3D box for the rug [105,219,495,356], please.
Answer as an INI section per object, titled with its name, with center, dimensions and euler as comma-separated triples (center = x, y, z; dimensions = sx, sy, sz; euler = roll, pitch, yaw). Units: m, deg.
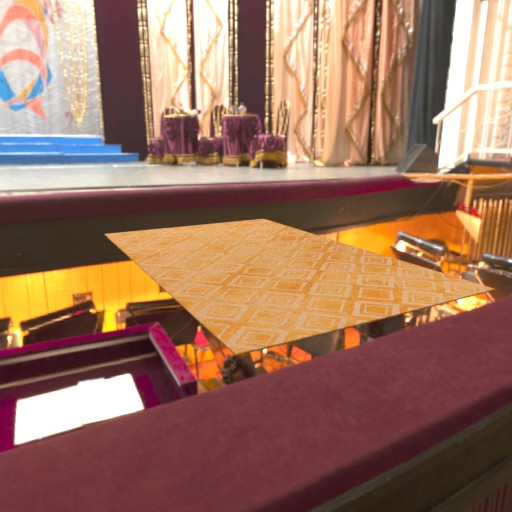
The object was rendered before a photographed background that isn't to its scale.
[rug]
center = 0.000, 0.000, 2.977
dimensions = 1.511, 0.010, 2.424
euler = -8, 17, -28
